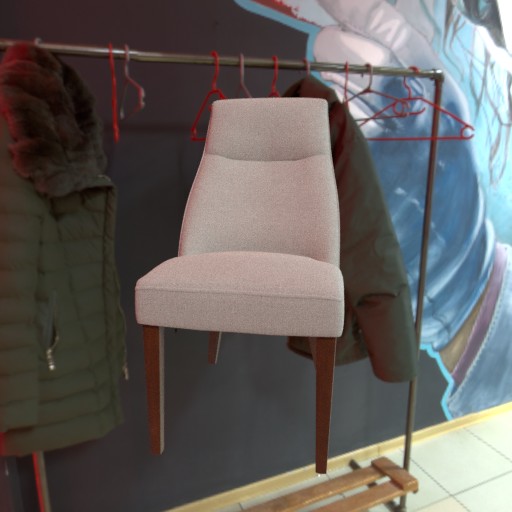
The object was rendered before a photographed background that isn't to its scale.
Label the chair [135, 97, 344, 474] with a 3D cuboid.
[{"bbox_3d":[0.000,0.000,1.299,0.500,0.930,0.620,2,14,9],"label":"chair"}]
